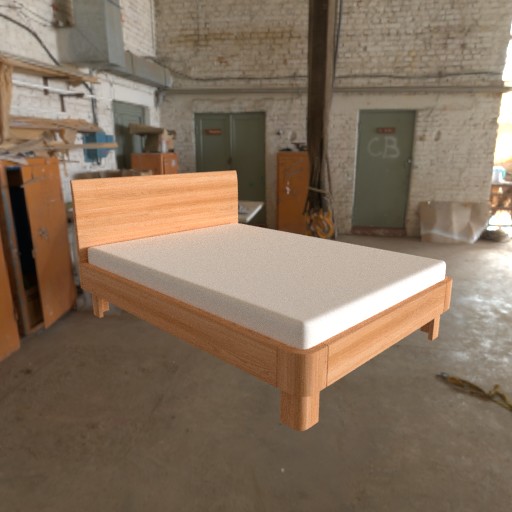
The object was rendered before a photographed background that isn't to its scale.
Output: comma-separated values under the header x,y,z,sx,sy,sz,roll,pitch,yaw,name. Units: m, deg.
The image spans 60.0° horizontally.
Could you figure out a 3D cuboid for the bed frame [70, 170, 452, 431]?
x,y,z,sx,sy,sz,roll,pitch,yaw,name
0.000,0.000,2.858,1.992,0.940,1.472,14,20,43,bed frame
